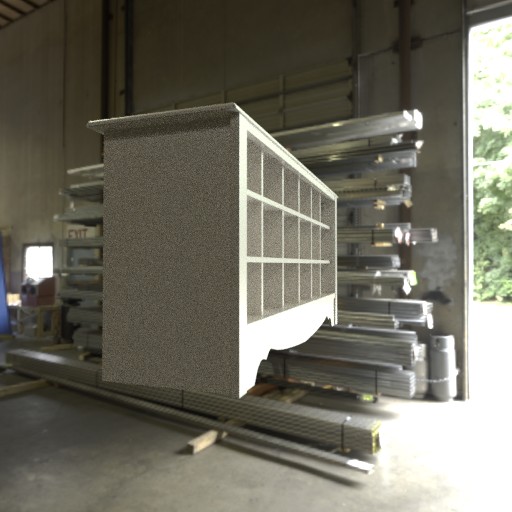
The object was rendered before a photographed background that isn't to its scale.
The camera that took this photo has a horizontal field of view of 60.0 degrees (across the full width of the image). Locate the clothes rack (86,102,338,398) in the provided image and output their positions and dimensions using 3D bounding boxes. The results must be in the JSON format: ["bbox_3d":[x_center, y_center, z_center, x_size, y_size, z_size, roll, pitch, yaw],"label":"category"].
[{"bbox_3d":[0.000,0.000,1.354,0.324,0.531,1.120,0,-1,20],"label":"clothes rack"}]
